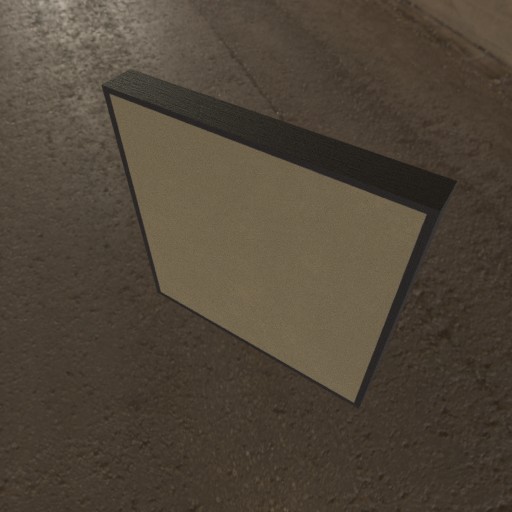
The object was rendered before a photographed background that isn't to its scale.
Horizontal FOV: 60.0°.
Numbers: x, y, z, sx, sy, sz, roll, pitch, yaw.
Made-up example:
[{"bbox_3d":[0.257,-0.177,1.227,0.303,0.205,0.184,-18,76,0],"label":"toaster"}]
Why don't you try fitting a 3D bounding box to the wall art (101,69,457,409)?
[{"bbox_3d":[0.000,0.000,0.456,0.302,0.300,0.036,26,53,22],"label":"wall art"}]
